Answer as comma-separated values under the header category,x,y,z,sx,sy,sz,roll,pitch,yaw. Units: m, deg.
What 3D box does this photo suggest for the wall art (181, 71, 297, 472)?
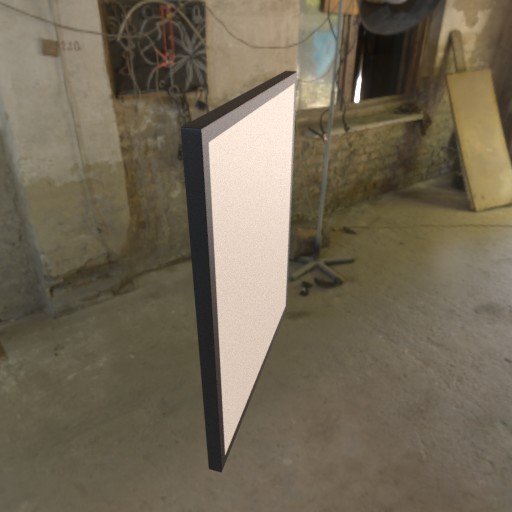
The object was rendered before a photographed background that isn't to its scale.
category,x,y,z,sx,sy,sz,roll,pitch,yaw
wall art,0.000,0.000,0.720,0.021,0.509,0.430,8,31,14
